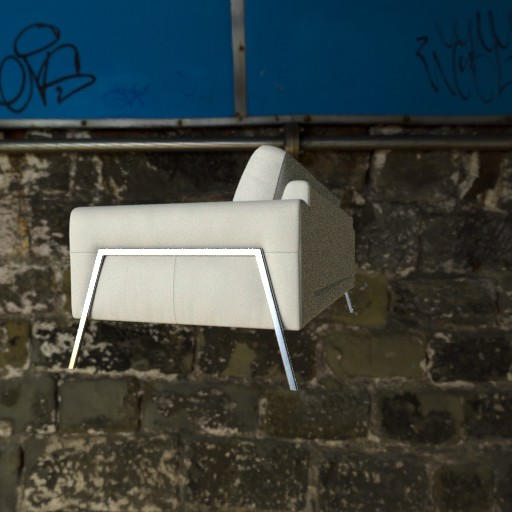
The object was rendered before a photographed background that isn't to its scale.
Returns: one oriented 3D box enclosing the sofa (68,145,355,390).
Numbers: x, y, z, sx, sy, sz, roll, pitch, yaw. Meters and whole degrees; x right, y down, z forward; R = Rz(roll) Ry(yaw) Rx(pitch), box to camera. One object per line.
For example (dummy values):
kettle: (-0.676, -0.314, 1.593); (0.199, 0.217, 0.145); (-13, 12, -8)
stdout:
sofa: (0.000, 0.000, 2.567); (0.953, 0.875, 2.017); (0, 0, 18)
